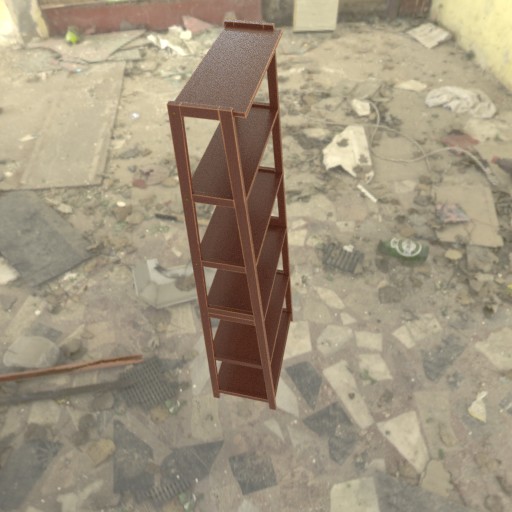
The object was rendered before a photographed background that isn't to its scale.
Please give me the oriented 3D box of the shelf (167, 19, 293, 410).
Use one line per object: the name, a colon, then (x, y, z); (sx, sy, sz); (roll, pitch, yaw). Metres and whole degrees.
shelf: (0.000, 0.000, 2.149); (0.381, 1.892, 0.660); (9, 48, 8)
